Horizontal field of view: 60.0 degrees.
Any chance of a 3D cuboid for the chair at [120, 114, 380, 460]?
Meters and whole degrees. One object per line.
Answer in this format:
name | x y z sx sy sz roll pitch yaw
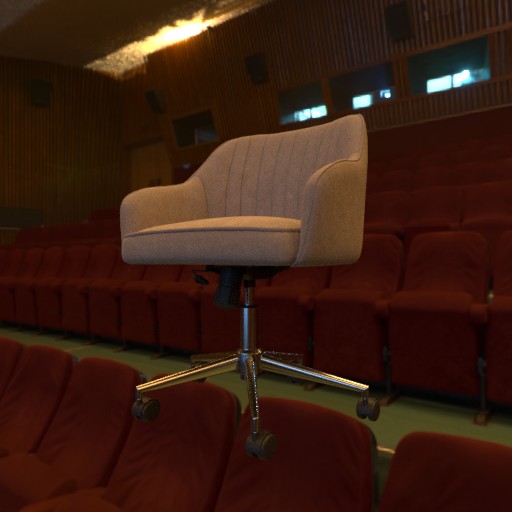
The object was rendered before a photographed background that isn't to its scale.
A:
chair | 0.000 0.000 1.233 0.635 0.831 0.573 0 0 36
